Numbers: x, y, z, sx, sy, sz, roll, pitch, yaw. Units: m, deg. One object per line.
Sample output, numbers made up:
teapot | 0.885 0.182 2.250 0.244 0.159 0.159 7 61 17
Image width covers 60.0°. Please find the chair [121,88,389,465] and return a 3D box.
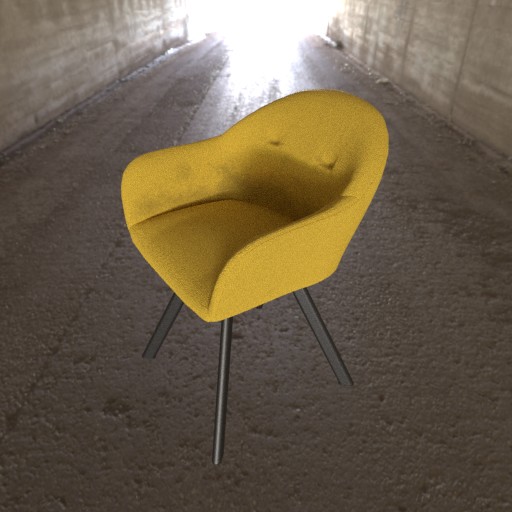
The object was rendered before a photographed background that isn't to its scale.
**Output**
chair | 0.000 0.000 1.169 0.565 0.775 0.545 -20 37 -29
